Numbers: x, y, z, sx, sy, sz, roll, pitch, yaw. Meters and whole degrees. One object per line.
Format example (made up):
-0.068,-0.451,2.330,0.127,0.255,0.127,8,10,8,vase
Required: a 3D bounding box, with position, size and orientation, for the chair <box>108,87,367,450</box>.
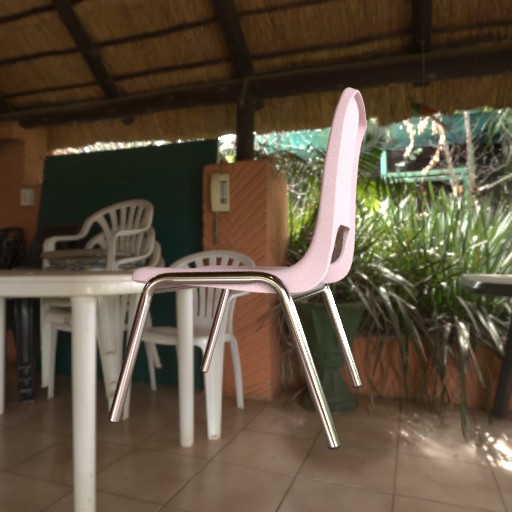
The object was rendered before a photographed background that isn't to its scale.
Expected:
0.000,0.000,0.813,0.385,0.536,0.354,0,-1,19,chair
